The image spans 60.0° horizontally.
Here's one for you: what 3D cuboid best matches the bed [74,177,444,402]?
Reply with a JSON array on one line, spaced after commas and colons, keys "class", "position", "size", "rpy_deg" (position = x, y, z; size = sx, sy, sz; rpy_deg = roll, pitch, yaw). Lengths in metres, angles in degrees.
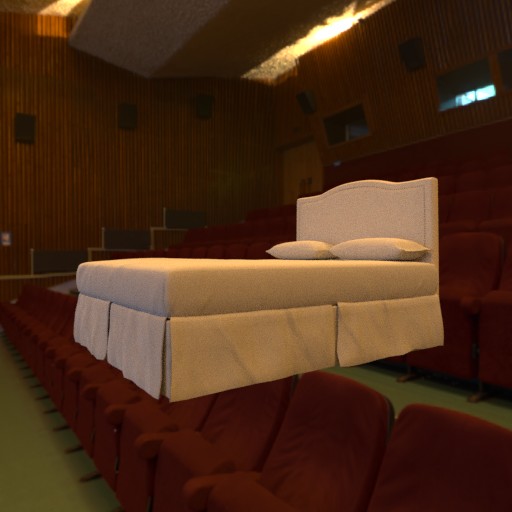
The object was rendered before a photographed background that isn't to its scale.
[{"class": "bed", "position": [0.000, 0.000, 3.622], "size": [2.477, 1.437, 1.977], "rpy_deg": [0, 0, -35]}]
